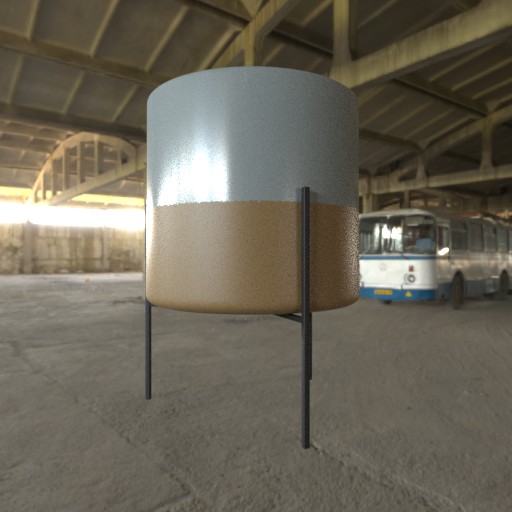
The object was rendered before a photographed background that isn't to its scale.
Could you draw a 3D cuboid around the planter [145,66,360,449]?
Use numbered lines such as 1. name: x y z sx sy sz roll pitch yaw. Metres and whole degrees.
1. planter: 0.000 0.000 0.647 0.310 0.432 0.310 0 0 -37
